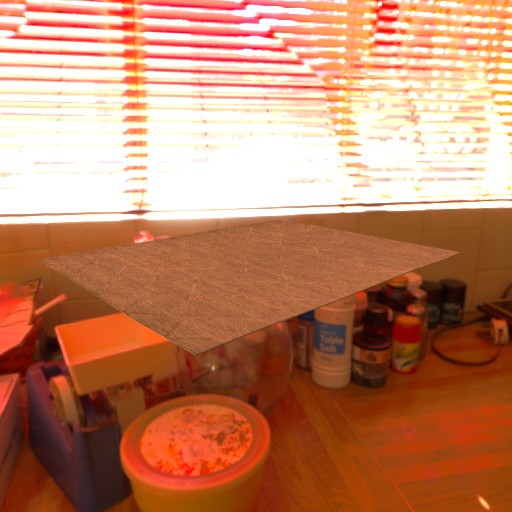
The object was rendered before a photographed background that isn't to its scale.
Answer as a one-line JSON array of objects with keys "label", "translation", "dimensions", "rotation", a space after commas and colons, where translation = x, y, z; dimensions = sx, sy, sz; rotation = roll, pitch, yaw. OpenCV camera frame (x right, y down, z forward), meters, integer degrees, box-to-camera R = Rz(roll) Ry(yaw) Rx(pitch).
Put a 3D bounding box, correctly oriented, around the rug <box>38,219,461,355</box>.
[{"label": "rug", "translation": [0.000, 0.000, 4.043], "dimensions": [3.048, 0.013, 2.438], "rotation": [-13, 20, -41]}]
